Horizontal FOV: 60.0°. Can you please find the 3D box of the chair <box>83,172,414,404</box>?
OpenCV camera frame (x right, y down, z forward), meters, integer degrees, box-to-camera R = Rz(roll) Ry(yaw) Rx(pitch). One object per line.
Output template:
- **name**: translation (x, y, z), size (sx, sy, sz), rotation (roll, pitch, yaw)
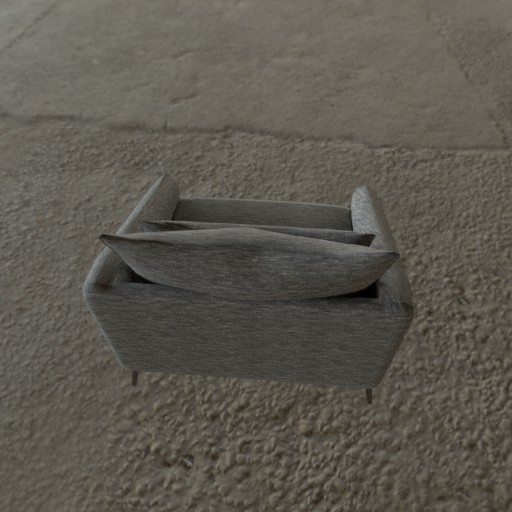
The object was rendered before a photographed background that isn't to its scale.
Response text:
- **chair**: translation (0.000, 0.000, 1.662), size (1.004, 0.842, 0.805), rotation (3, 46, 3)
